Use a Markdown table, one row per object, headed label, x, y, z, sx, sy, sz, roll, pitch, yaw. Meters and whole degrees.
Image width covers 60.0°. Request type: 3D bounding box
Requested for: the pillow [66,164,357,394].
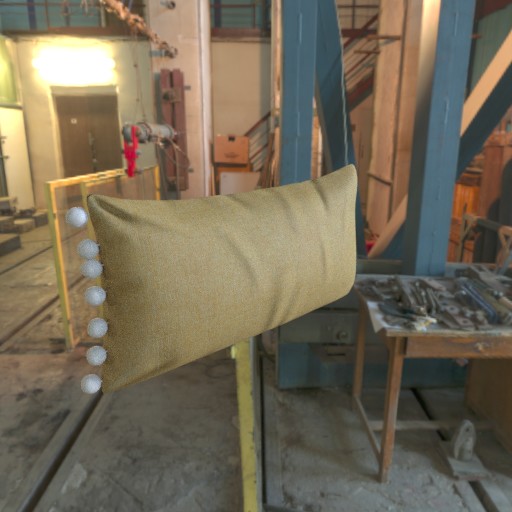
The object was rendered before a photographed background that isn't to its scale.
| label | x | y | z | sx | sy | sz | roll | pitch | yaw |
| --- | --- | --- | --- | --- | --- | --- | --- | --- | --- |
| pillow | 0.000 | 0.000 | 0.856 | 0.201 | 0.322 | 0.709 | 14 | 21 | 43 |
